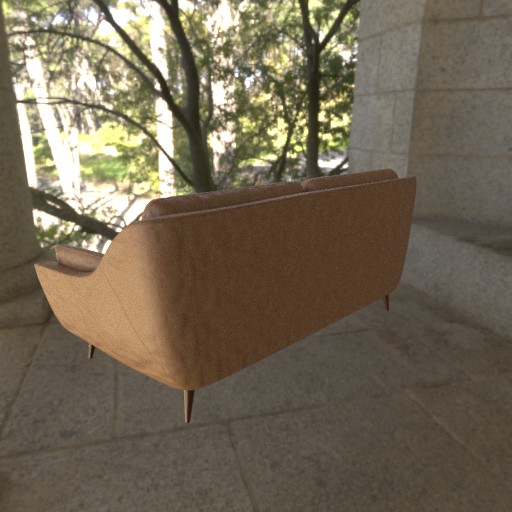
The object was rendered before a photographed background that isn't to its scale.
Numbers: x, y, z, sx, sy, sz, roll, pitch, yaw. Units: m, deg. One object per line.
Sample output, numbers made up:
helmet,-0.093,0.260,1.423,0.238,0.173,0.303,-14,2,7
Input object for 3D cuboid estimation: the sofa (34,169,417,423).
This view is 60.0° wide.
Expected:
sofa,0.000,0.000,2.314,1.902,0.839,0.904,-16,23,-43
